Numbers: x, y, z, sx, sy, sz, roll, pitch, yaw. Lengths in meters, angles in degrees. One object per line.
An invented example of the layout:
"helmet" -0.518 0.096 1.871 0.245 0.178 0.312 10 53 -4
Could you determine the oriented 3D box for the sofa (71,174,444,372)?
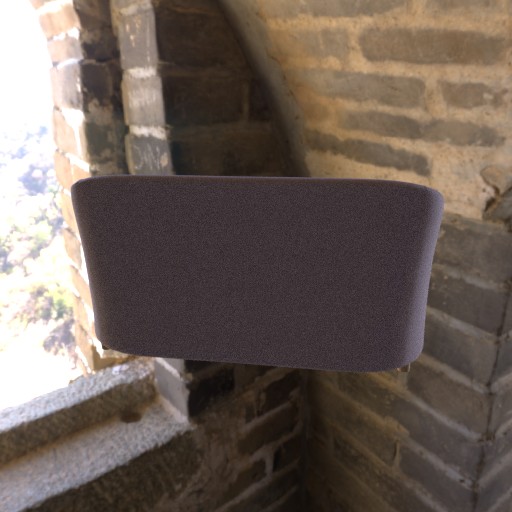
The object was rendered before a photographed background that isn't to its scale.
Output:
"sofa" 0.000 0.000 1.828 1.452 0.721 0.705 2 17 8
